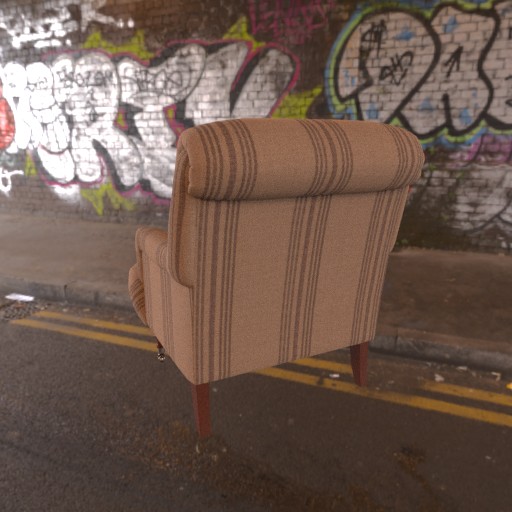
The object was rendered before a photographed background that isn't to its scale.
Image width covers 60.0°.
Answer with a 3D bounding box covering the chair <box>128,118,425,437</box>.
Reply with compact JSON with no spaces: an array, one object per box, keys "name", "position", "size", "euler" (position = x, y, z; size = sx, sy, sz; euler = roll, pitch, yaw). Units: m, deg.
[{"name":"chair","position":[0.000,0.000,1.636],"size":[0.813,0.940,0.914],"euler":[-7,16,-26]}]
